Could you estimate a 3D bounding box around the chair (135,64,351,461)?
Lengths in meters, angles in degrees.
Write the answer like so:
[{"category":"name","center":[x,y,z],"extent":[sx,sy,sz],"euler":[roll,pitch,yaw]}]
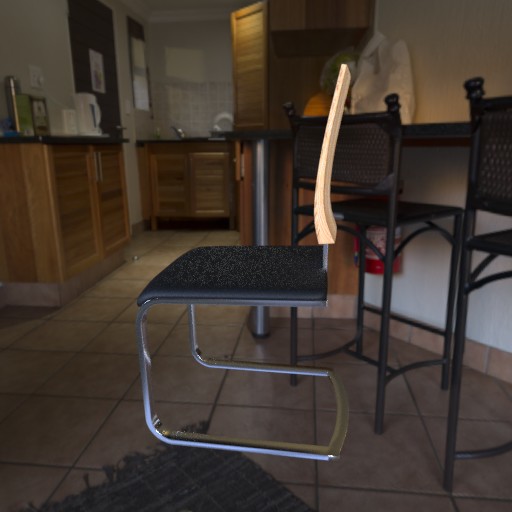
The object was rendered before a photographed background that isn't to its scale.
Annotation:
[{"category":"chair","center":[0.000,0.000,1.243],"extent":[0.560,0.936,0.462],"euler":[2,15,8]}]
